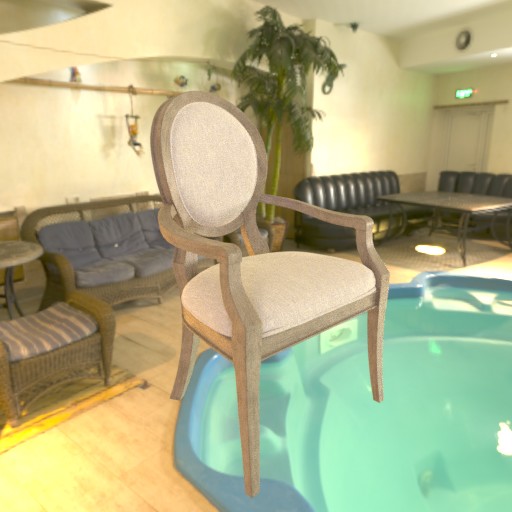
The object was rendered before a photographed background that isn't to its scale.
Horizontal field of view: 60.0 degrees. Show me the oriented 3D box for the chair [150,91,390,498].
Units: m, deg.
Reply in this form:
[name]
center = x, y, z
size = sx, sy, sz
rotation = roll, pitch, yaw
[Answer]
[chair]
center = 0.000, 0.000, 1.361
size = 0.611, 0.991, 0.602
rotation = -14, 20, -42
